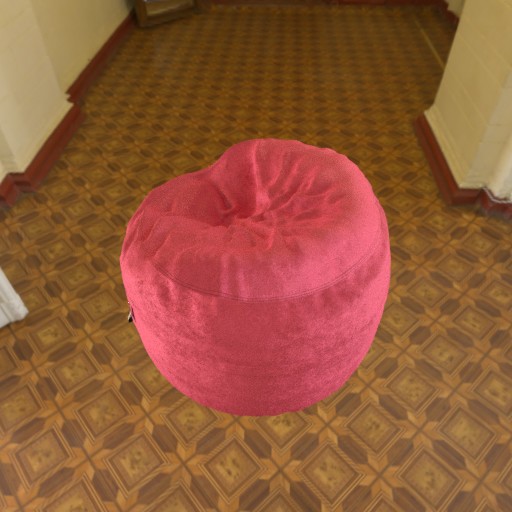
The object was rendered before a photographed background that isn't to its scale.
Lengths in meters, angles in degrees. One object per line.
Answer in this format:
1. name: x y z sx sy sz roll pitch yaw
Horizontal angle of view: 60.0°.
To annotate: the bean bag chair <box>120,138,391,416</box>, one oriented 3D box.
1. bean bag chair: 0.000 0.000 2.044 1.218 0.788 1.218 0 45 0
